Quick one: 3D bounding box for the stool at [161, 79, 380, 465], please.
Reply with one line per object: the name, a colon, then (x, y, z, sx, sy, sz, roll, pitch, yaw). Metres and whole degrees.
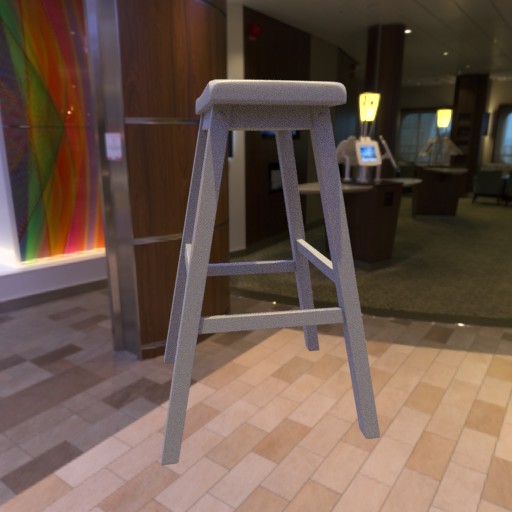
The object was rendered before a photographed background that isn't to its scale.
stool: (0.000, 0.000, 1.062, 0.476, 0.737, 0.457, -3, 15, -10)
